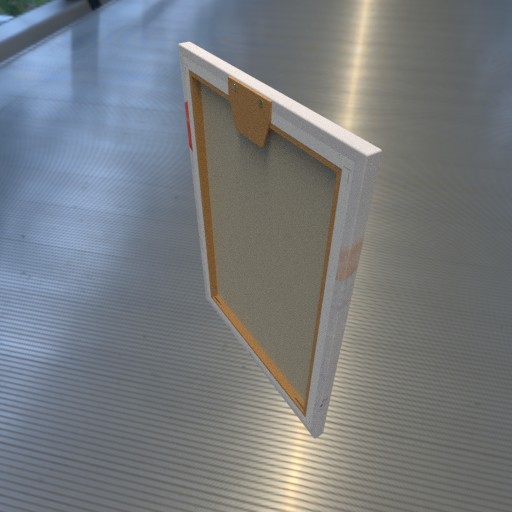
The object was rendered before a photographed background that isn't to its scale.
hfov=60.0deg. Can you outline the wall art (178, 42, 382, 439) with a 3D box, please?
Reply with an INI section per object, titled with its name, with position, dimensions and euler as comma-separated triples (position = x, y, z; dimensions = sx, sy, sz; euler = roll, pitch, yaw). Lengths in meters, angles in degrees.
[wall art]
position = 0.000, 0.000, 1.102
dimensions = 0.036, 0.848, 0.613
euler = -23, 47, -24
